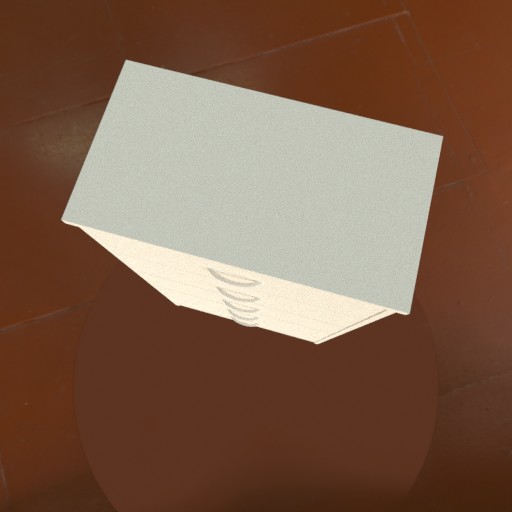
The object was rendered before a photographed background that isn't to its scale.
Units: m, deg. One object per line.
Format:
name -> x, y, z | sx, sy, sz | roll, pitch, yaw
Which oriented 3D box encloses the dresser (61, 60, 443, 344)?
dresser -> 0.000, 0.000, 1.512 | 0.704, 1.255, 0.399 | 15, 76, 4
